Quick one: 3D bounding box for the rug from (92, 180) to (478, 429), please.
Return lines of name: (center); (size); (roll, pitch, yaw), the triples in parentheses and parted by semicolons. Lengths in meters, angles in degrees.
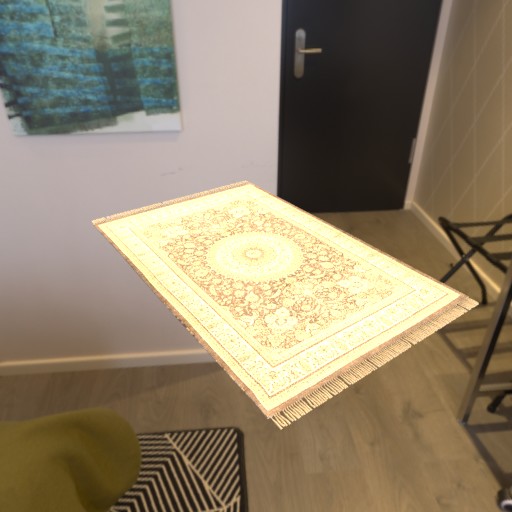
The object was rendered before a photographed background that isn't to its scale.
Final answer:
rug: (0.000, 0.000, 4.336); (2.143, 0.015, 3.422); (-20, 36, -30)
